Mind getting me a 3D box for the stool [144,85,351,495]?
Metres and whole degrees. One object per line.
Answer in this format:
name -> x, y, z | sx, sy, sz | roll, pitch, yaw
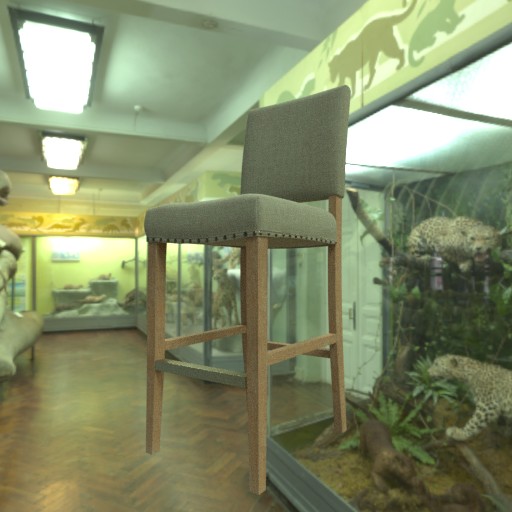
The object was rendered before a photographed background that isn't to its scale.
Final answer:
stool -> 0.000, 0.000, 1.465 | 0.445, 1.203, 0.585 | -1, -2, 36
